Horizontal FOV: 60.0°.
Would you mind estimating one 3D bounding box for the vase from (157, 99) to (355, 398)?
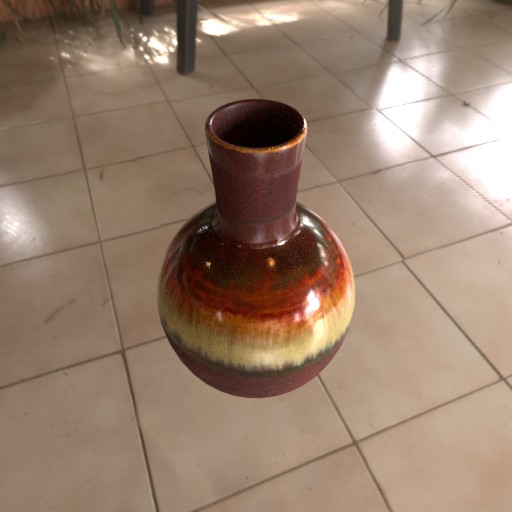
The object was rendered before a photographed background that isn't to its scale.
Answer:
[{"bbox_3d":[0.000,0.000,0.233,0.111,0.154,0.111,0,46,0],"label":"vase"}]
